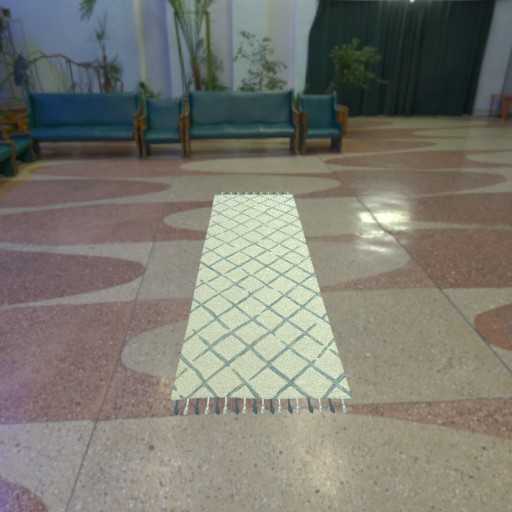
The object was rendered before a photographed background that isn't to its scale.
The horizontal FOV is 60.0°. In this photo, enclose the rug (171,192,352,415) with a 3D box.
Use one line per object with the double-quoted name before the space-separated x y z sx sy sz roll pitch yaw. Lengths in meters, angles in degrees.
"rug" 0.000 0.000 2.516 0.620 0.008 2.372 0 26 -1
